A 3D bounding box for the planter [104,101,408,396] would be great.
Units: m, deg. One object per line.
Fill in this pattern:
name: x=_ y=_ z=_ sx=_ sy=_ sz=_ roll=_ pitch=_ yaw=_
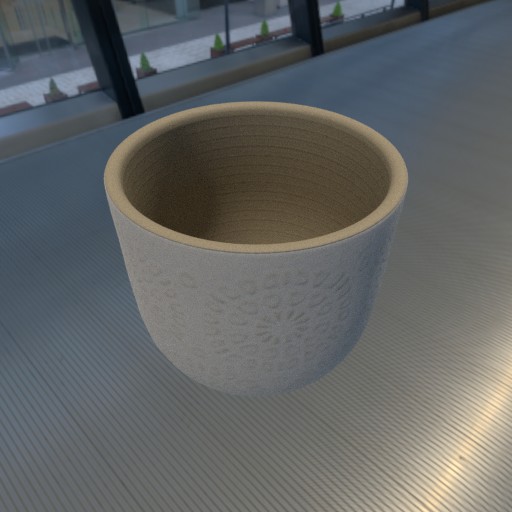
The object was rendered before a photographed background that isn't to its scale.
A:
planter: x=0.000 y=0.000 z=0.222 sx=0.124 sy=0.109 sz=0.124 roll=0 pitch=41 yaw=0
